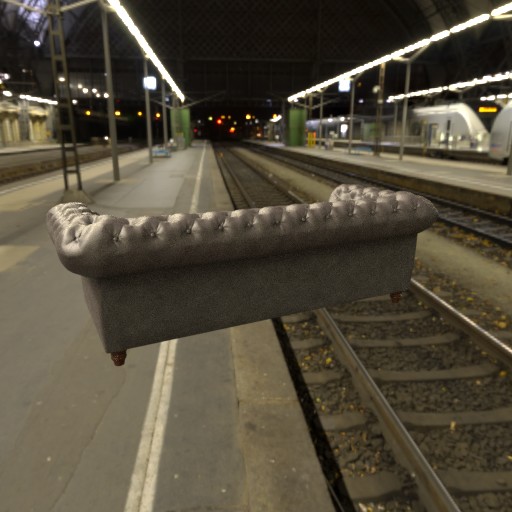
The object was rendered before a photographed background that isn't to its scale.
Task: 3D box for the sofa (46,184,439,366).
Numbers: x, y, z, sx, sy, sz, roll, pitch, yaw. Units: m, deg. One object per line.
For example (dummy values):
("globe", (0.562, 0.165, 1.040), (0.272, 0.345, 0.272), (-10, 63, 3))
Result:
("sofa", (0.000, 0.000, 2.874), (2.385, 0.783, 0.944), (-8, 17, -26))
